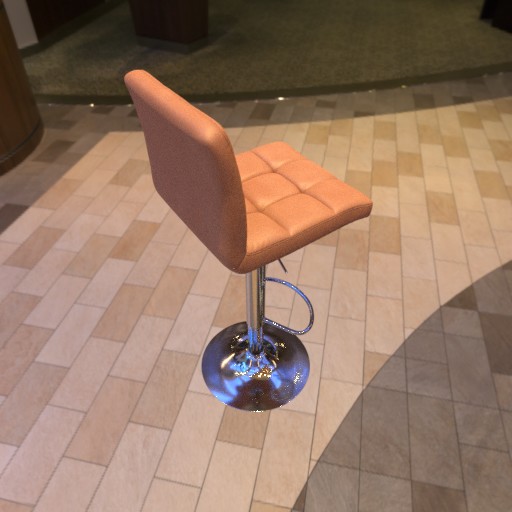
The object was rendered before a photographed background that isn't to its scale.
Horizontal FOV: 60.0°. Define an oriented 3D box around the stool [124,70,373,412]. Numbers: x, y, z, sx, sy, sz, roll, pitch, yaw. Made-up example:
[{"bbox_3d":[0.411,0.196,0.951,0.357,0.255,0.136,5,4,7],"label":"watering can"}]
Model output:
[{"bbox_3d":[0.000,0.000,1.378,0.505,1.115,0.430,-24,46,-25],"label":"stool"}]
